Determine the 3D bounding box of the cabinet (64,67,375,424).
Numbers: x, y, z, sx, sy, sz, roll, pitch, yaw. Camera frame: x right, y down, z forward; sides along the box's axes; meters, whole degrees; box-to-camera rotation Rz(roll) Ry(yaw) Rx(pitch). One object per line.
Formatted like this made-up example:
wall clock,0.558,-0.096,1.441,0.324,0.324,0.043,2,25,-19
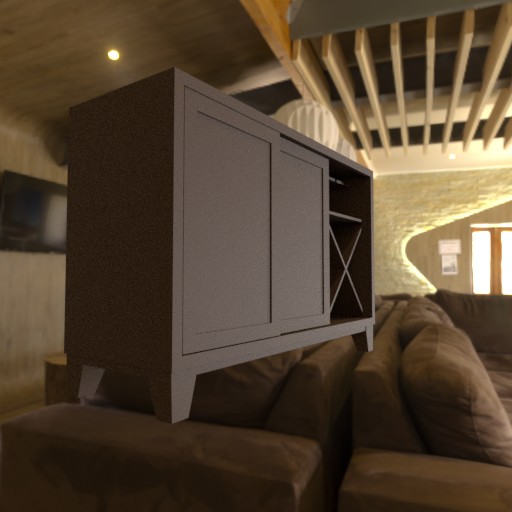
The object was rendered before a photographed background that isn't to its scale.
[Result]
cabinet,0.000,0.000,1.832,0.482,0.914,1.396,-2,-3,36
